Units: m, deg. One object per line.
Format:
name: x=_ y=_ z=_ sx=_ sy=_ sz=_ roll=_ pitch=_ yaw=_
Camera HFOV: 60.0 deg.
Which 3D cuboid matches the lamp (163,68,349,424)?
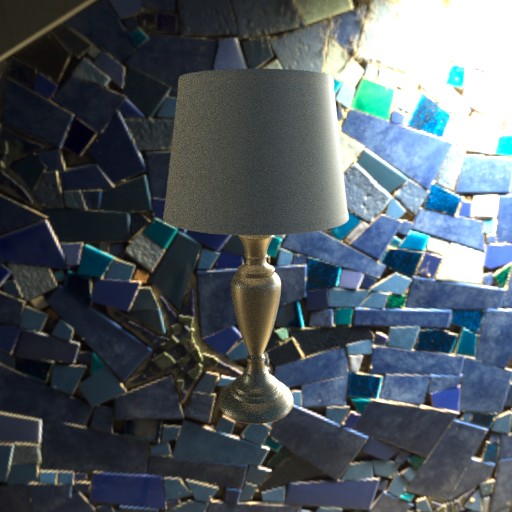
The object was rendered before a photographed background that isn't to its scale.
lamp: x=0.000 y=0.000 z=0.820 sx=0.328 sy=0.612 sz=0.328 roll=0 pitch=16 yaw=0
